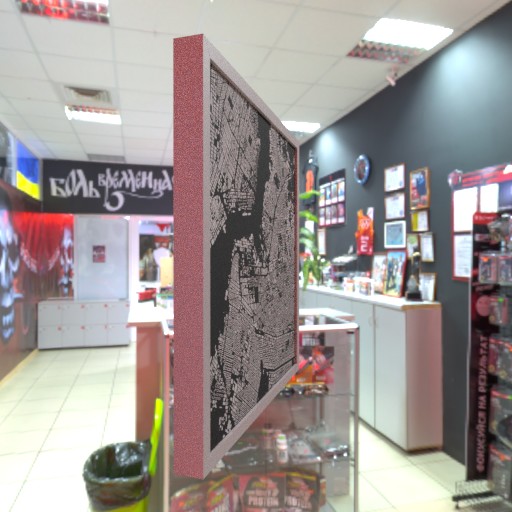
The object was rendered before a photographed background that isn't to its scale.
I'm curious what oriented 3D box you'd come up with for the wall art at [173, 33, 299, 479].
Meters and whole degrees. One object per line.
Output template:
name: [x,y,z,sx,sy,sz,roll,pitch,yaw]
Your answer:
wall art: [0.000,0.000,0.749,0.038,0.506,0.506,0,0,18]
